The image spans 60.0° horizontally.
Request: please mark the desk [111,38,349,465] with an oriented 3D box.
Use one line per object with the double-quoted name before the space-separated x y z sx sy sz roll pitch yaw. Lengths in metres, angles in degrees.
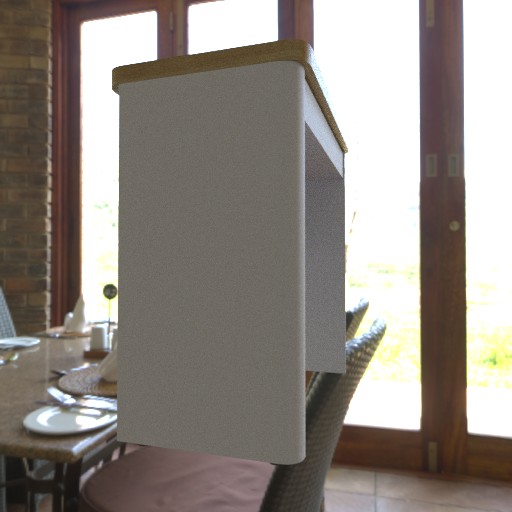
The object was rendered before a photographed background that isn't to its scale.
"desk" 0.000 0.000 1.230 0.440 0.790 0.760 0 -1 18
